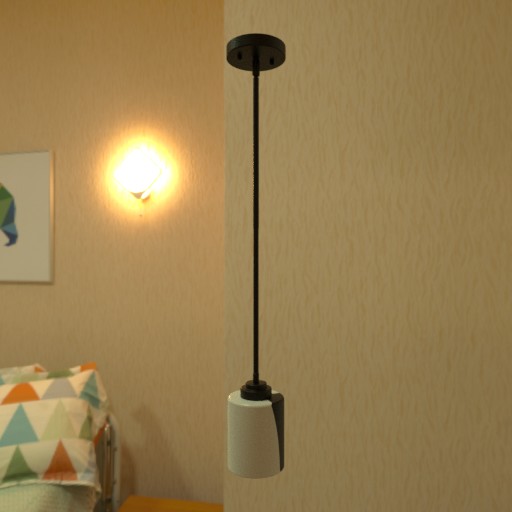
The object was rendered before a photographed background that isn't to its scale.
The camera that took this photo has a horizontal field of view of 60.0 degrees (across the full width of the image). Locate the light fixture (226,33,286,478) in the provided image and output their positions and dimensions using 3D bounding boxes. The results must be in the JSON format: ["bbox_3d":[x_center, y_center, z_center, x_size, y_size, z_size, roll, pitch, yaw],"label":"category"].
[{"bbox_3d":[0.000,0.000,0.919,0.123,0.863,0.123,0,0,-20],"label":"light fixture"}]
